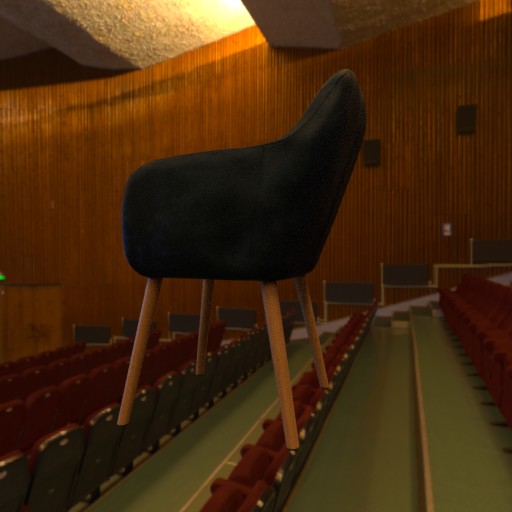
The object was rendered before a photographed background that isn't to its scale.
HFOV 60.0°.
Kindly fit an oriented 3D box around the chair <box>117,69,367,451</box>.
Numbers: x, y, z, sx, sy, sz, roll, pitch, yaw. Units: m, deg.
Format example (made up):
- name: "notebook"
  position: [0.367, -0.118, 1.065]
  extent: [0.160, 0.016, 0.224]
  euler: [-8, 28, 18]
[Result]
- name: "chair"
  position: [0.000, 0.000, 1.208]
  extent: [0.573, 0.826, 0.578]
  euler: [0, 2, 18]
